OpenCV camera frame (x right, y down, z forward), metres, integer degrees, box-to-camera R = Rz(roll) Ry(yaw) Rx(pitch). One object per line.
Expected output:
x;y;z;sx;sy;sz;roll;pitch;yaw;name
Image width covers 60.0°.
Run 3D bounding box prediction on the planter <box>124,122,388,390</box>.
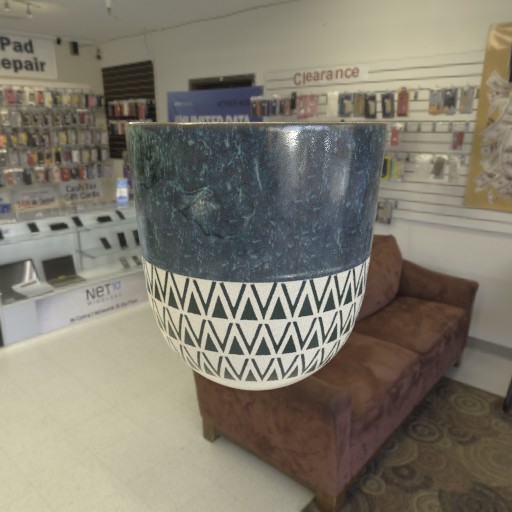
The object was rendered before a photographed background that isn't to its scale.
0.000;0.000;0.371;0.195;0.214;0.195;0;17;0;planter
